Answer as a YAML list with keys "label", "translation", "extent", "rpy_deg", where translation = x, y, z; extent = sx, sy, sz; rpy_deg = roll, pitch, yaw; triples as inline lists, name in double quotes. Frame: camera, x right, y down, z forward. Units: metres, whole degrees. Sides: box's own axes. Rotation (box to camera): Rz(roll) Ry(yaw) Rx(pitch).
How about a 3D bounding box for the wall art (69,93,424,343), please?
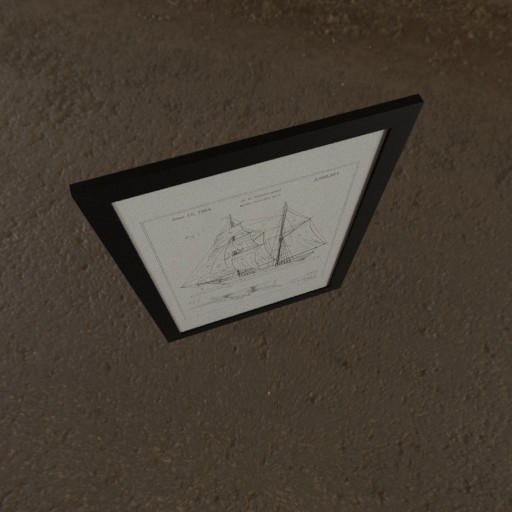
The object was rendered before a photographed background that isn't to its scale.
- label: "wall art"
  translation: [0.000, 0.000, 0.597]
  extent: [0.326, 0.459, 0.011]
  rpy_deg: [-17, 65, -8]
